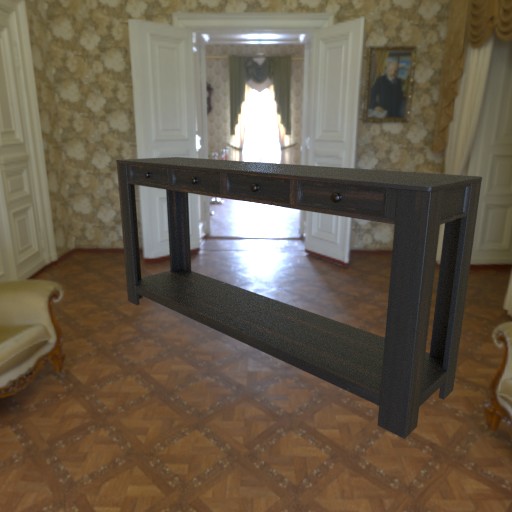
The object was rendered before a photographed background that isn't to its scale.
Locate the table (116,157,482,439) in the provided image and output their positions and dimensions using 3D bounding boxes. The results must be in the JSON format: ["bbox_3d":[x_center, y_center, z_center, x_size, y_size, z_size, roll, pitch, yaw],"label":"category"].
[{"bbox_3d":[0.000,0.000,1.917,1.631,0.762,0.384,15,21,43],"label":"table"}]
